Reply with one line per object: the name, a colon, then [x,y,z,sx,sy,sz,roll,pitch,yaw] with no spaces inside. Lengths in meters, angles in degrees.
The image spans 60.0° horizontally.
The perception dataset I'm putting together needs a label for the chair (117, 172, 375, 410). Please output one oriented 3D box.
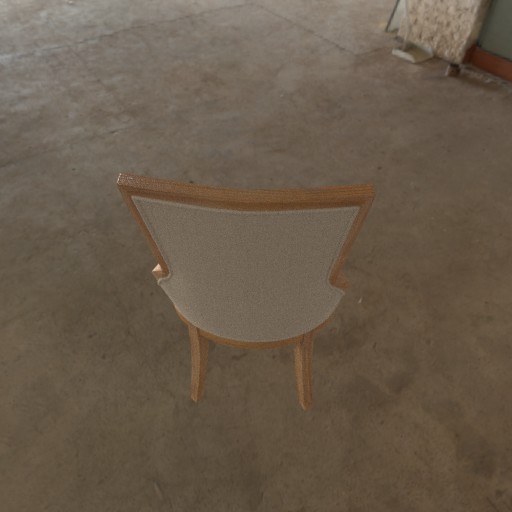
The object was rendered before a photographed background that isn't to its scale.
chair: [0.000,0.000,1.312,0.524,0.947,0.641,3,46,3]
